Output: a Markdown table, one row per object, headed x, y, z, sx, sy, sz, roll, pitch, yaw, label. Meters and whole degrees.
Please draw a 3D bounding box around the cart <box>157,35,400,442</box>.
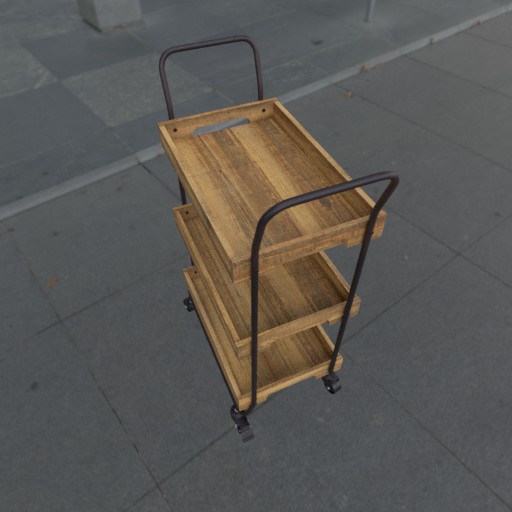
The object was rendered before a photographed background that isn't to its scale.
| x | y | z | sx | sy | sz | roll | pitch | yaw | label |
| --- | --- | --- | --- | --- | --- | --- | --- | --- | --- |
| 0.000 | 0.000 | 1.133 | 0.339 | 0.857 | 0.583 | -18 | 50 | -16 | cart |
